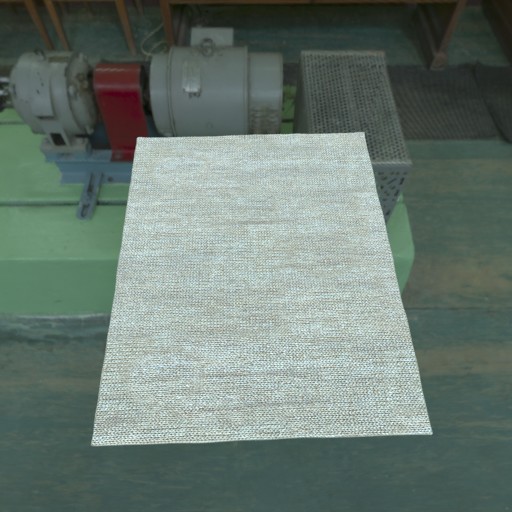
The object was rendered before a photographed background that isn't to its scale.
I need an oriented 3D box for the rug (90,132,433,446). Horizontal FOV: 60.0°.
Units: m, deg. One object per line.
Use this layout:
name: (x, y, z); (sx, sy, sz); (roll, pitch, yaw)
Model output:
rug: (0.000, 0.000, 3.920); (2.429, 0.030, 3.052); (-2, 58, -1)
